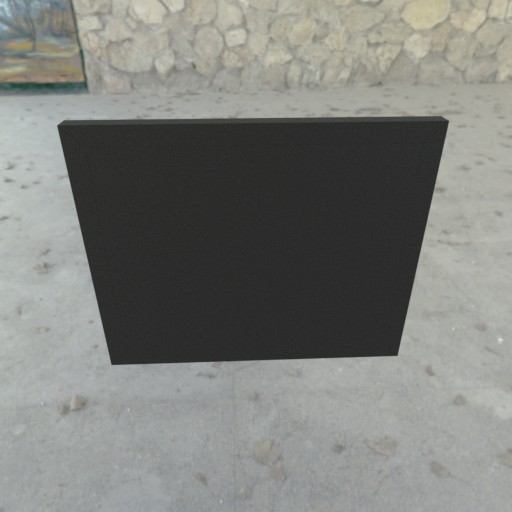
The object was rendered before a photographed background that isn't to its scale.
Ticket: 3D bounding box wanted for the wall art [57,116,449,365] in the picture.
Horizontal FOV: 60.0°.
[{"bbox_3d":[0.000,0.000,0.759,0.558,0.457,0.029,-1,31,-2],"label":"wall art"}]
